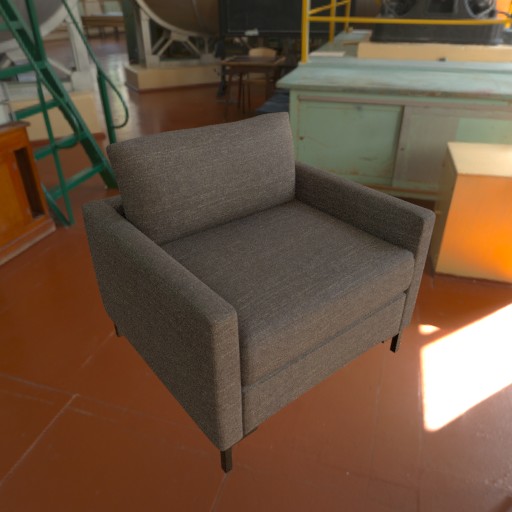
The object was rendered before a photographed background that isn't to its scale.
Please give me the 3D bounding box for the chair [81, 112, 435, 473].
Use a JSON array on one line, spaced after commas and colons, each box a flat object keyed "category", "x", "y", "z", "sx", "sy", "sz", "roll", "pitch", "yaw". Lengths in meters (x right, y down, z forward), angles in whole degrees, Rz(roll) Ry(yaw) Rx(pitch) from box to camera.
[{"category": "chair", "x": 0.000, "y": 0.000, "z": 1.605, "sx": 0.940, "sy": 0.841, "sz": 0.845, "roll": -22, "pitch": 38, "yaw": -32}]
